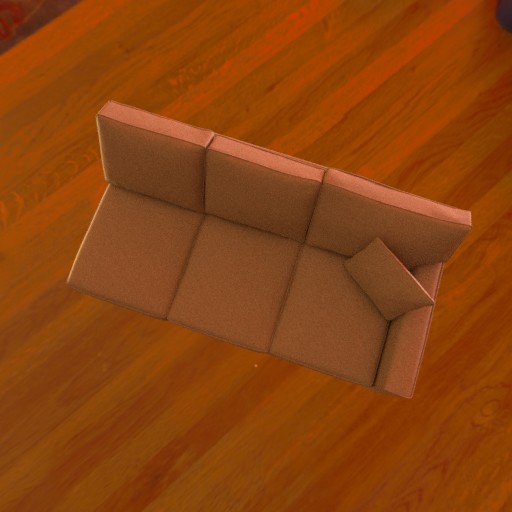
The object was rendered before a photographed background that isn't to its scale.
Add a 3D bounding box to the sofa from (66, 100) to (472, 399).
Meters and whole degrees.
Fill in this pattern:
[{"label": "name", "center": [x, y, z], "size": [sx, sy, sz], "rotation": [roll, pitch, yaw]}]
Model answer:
[{"label": "sofa", "center": [0.000, 0.000, 2.536], "size": [1.963, 0.946, 1.034], "rotation": [18, 77, 4]}]
